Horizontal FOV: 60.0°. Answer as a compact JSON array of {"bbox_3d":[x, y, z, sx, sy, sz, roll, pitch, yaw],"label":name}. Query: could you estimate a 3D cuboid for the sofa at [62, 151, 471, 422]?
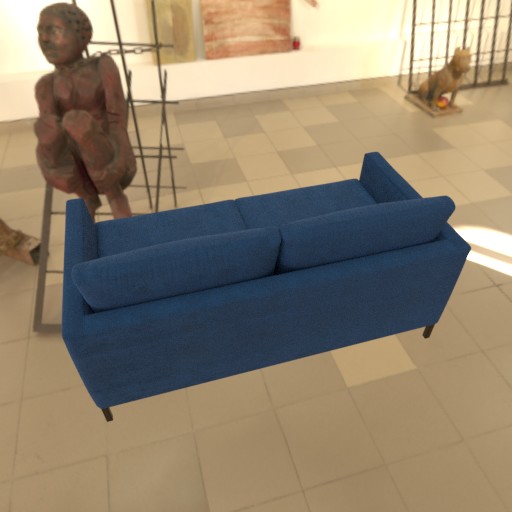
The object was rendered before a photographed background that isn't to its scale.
[{"bbox_3d":[0.000,0.000,2.133,1.676,0.817,0.875,-11,44,-12],"label":"sofa"}]
